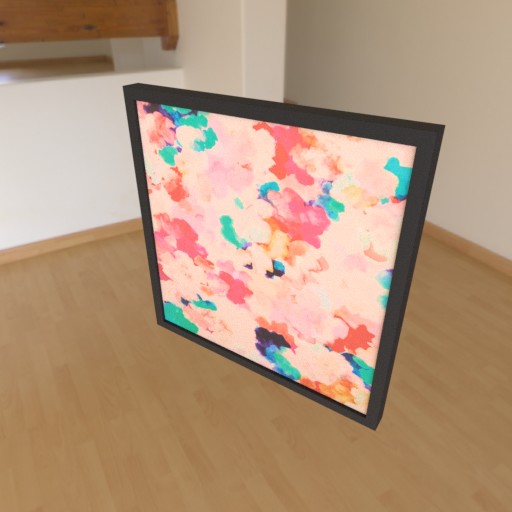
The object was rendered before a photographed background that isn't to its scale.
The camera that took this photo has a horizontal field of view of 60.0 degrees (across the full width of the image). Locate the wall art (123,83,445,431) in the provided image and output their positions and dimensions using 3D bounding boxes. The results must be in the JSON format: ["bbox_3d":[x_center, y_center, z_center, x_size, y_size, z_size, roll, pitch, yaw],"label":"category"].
[{"bbox_3d":[0.000,0.000,0.752,0.506,0.503,0.036,19,36,28],"label":"wall art"}]
